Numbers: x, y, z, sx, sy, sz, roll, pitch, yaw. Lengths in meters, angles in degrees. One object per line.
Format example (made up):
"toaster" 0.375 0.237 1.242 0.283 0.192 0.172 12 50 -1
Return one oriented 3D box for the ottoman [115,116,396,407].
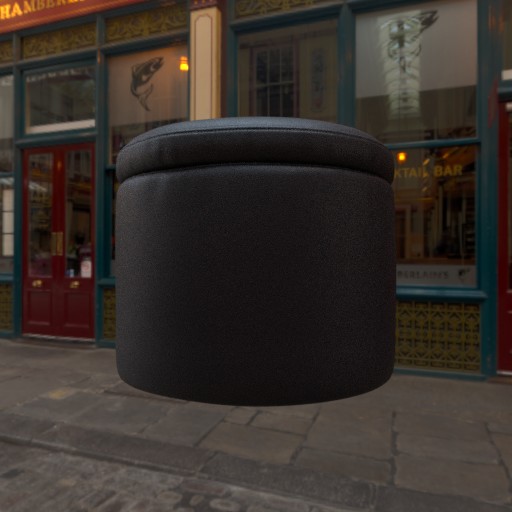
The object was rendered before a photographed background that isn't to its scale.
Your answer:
"ottoman" 0.000 0.000 0.830 0.501 0.409 0.501 0 -1 0
